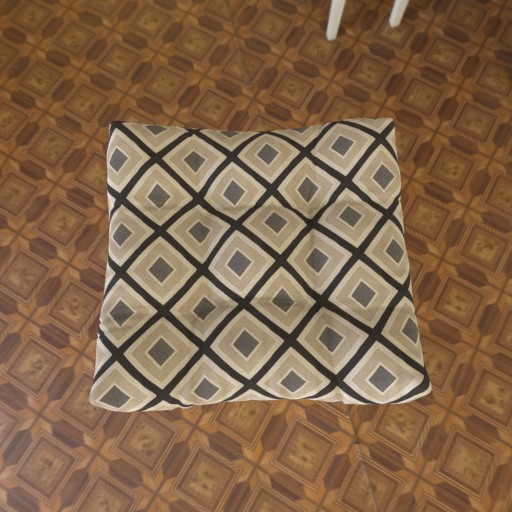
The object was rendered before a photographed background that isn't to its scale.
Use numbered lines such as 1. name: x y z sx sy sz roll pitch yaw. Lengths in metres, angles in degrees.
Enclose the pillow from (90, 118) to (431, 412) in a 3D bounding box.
1. pillow: 0.000 0.000 0.719 0.490 0.128 0.468 -2 75 0
